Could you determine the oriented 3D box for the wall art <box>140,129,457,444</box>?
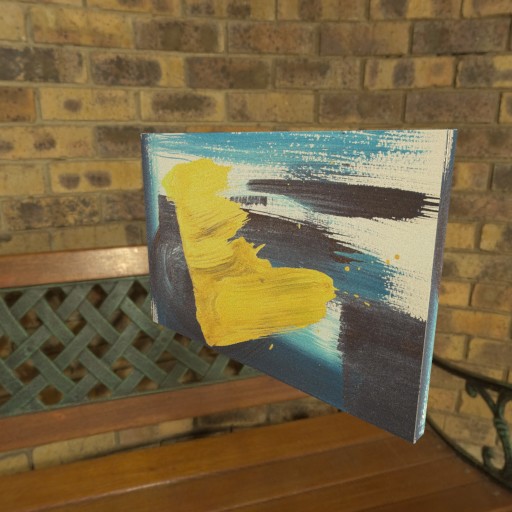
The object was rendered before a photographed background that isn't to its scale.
[{"bbox_3d":[0.000,0.000,0.754,0.609,0.406,0.033,13,20,41],"label":"wall art"}]
